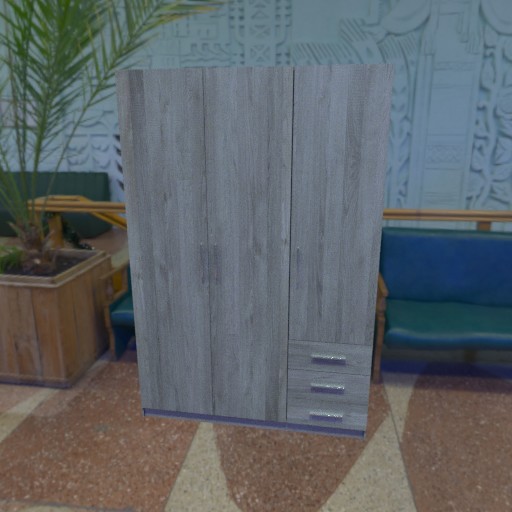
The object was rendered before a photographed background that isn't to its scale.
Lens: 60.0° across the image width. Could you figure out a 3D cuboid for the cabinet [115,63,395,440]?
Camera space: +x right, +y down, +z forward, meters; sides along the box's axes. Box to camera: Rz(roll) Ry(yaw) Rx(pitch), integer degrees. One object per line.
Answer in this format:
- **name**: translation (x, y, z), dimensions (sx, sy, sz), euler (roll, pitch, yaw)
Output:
- **cabinet**: translation (0.000, 0.000, 2.491), dimensions (1.290, 1.910, 0.510), euler (3, 16, 9)
